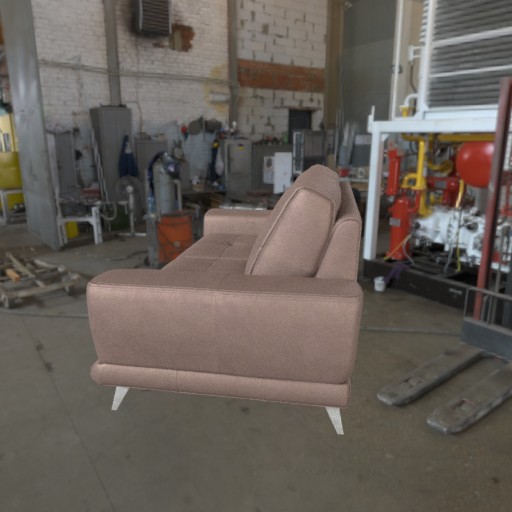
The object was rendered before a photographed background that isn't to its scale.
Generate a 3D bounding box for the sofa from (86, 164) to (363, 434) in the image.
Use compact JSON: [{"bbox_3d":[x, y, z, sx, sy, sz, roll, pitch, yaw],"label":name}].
[{"bbox_3d":[0.000,0.000,2.391,1.018,0.907,1.806,3,15,9],"label":"sofa"}]
